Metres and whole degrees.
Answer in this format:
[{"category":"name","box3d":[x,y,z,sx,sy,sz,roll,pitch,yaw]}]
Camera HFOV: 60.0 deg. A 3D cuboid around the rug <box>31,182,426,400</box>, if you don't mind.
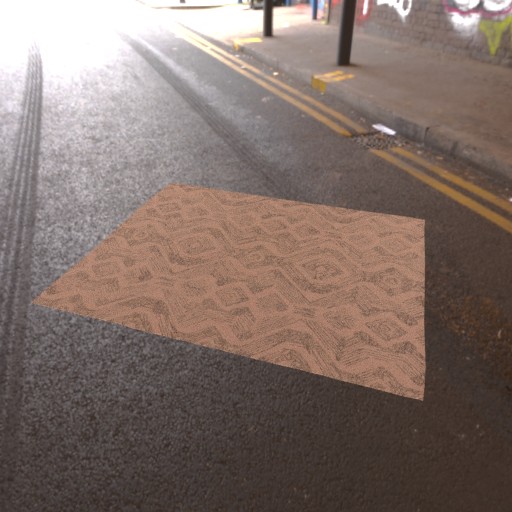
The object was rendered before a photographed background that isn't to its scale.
[{"category":"rug","box3d":[0.000,0.000,4.153,3.054,0.030,2.430,11,35,15]}]
